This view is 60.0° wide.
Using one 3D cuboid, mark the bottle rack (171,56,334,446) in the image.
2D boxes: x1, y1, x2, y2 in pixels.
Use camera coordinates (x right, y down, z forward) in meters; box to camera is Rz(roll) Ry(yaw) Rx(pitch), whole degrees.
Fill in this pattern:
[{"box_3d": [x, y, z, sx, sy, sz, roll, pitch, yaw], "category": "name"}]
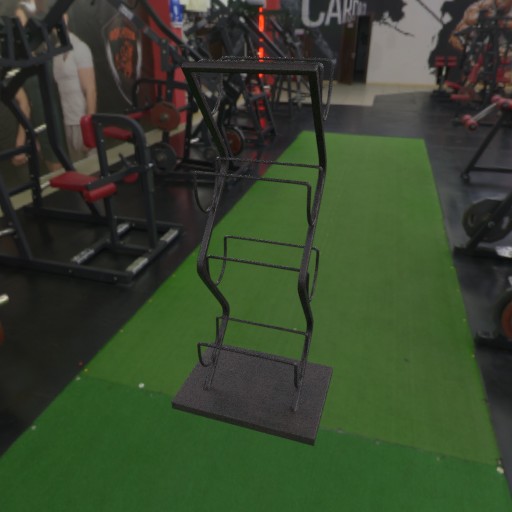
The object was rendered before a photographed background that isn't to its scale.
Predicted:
[{"box_3d": [0.000, 0.000, 0.692, 0.254, 0.559, 0.178, 9, 28, 16], "category": "bottle rack"}]
